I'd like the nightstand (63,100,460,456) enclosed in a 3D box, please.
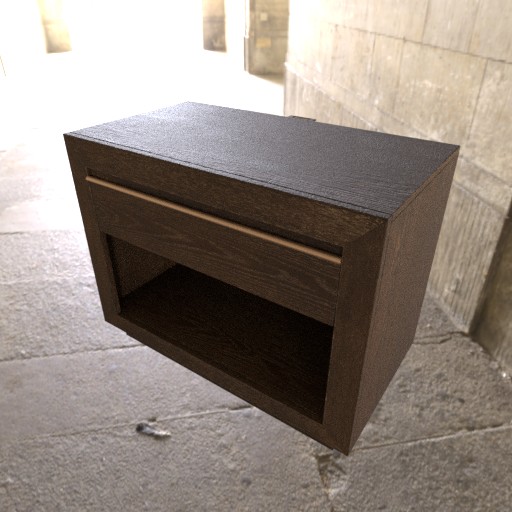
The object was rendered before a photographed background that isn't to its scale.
[{"bbox_3d":[0.000,0.000,1.144,0.775,0.612,0.457,20,36,29],"label":"nightstand"}]
